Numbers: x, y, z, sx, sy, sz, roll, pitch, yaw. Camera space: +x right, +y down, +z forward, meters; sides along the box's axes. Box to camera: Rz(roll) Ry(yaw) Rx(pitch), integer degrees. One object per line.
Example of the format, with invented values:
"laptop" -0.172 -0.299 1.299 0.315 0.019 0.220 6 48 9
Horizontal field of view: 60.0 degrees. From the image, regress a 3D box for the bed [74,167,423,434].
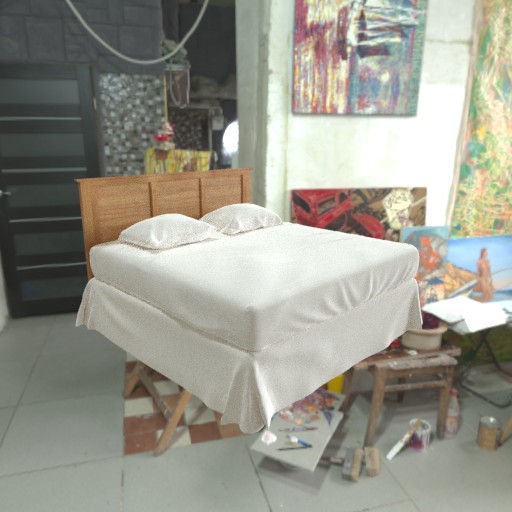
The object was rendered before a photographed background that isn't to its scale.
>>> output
"bed" 0.000 0.000 3.743 2.317 1.270 2.215 -15 21 -43
